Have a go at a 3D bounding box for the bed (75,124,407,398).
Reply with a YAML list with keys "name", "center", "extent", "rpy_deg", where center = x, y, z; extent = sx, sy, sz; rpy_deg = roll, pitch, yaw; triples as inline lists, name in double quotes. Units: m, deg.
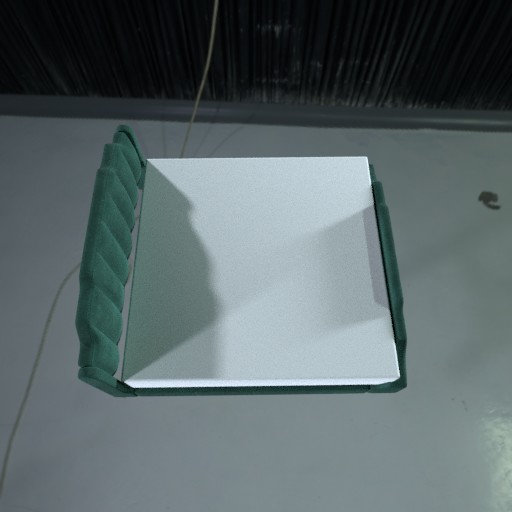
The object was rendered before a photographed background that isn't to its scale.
- name: "bed"
  center: [0.000, 0.000, 3.633]
  extent: [2.340, 1.245, 2.074]
  rpy_deg: [-1, 65, 0]
